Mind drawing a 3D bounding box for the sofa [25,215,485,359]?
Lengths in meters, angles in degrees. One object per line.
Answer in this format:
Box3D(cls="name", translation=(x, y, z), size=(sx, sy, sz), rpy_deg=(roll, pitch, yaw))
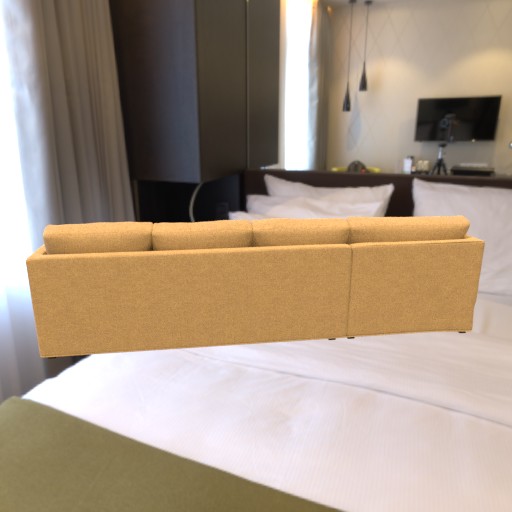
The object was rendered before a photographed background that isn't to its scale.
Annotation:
Box3D(cls="sofa", translation=(0.000, 0.000, 3.855), size=(3.198, 0.920, 1.638), rpy_deg=(-2, 17, -8))
